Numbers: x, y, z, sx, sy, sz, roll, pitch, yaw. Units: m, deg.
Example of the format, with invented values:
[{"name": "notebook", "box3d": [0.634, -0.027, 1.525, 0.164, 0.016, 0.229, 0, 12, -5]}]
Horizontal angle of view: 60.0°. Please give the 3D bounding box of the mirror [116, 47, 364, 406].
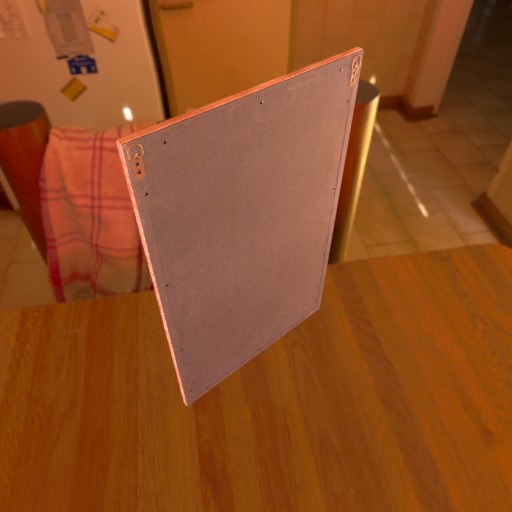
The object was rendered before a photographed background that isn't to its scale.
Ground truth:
[{"name": "mirror", "box3d": [0.000, 0.000, 0.994, 0.495, 0.787, 0.058, -31, 54, -26]}]
